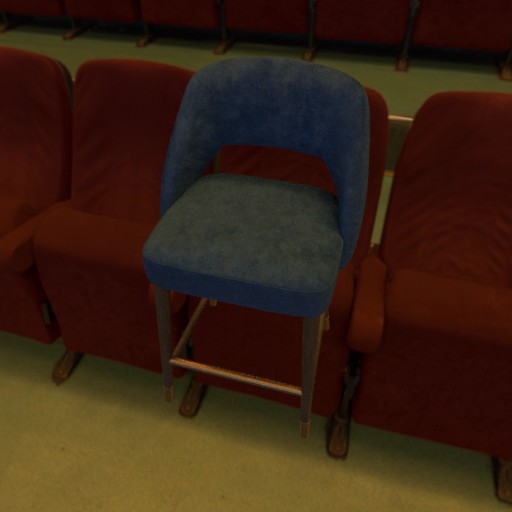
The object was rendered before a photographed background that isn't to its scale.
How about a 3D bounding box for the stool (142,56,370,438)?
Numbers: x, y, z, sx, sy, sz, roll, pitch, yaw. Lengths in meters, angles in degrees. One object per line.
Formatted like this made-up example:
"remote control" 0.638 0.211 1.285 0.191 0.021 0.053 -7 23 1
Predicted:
"stool" 0.000 0.000 1.251 0.536 0.925 0.524 11 43 11
